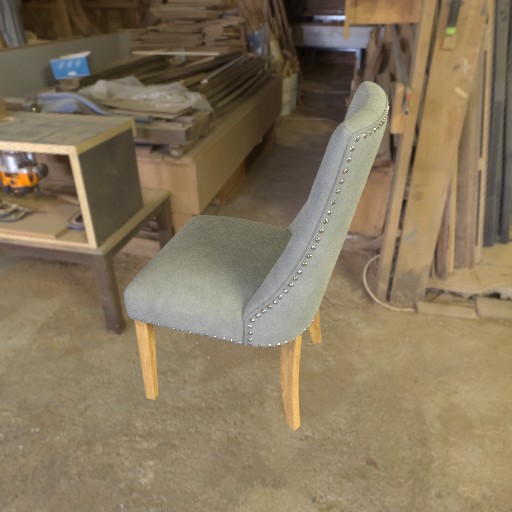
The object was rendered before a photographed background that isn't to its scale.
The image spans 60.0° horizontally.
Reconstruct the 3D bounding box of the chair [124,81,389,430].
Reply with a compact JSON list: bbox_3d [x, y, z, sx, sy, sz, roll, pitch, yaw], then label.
[{"bbox_3d":[0.000,0.000,1.272,0.610,0.902,0.495,9,32,14],"label":"chair"}]
